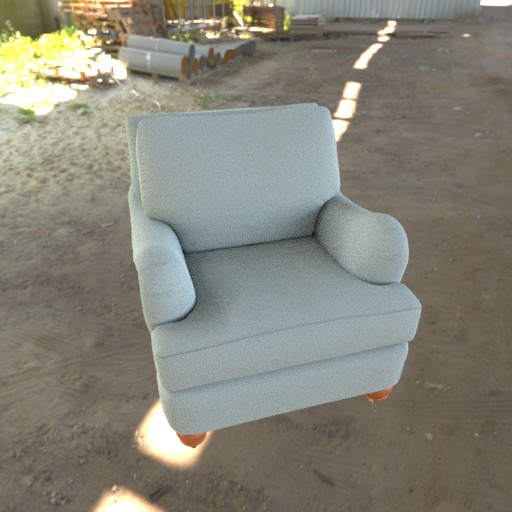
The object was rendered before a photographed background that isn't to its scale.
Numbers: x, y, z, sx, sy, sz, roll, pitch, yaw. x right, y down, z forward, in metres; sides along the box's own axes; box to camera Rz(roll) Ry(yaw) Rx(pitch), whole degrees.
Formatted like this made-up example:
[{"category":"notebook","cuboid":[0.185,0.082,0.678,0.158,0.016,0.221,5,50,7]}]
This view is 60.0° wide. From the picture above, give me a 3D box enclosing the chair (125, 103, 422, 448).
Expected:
[{"category":"chair","cuboid":[0.000,0.000,1.820,0.955,1.038,1.070,-8,33,-14]}]
